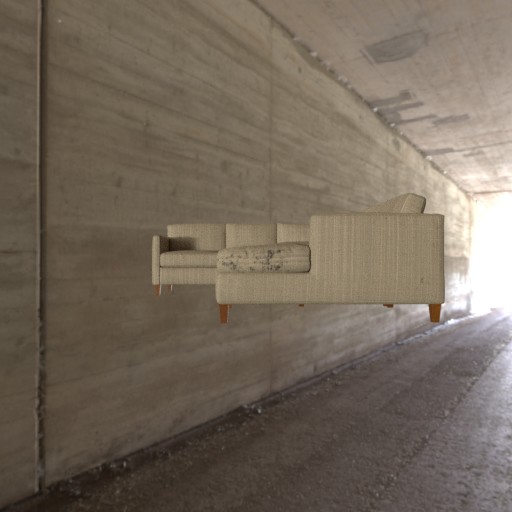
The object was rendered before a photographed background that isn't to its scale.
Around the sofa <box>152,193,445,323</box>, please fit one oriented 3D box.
[{"bbox_3d":[0.000,0.000,4.724,2.594,0.961,3.460,0,-1,-1],"label":"sofa"}]
